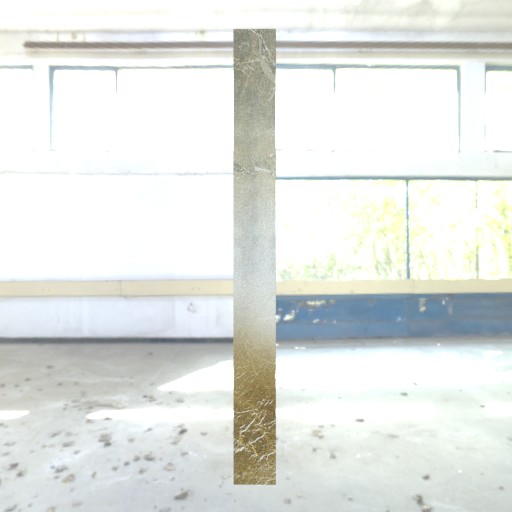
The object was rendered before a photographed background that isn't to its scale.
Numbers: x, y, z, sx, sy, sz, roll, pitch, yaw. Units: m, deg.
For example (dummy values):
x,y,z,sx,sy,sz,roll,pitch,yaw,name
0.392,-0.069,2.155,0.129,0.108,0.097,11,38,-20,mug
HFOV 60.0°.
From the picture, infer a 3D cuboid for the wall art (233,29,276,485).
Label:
x,y,z,sx,sy,sz,roll,pitch,yaw,name
0.000,0.000,0.598,0.038,0.407,0.405,0,0,0,wall art
